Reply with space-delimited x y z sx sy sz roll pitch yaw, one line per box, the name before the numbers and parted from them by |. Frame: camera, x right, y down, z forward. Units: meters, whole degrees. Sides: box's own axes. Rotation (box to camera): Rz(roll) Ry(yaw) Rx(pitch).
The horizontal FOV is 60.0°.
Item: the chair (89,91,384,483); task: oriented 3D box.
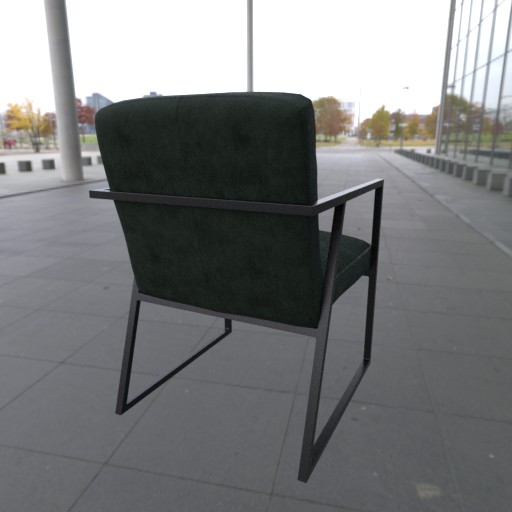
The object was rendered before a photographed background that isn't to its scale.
chair | 0.000 0.000 1.271 0.571 0.833 0.677 8 17 26
